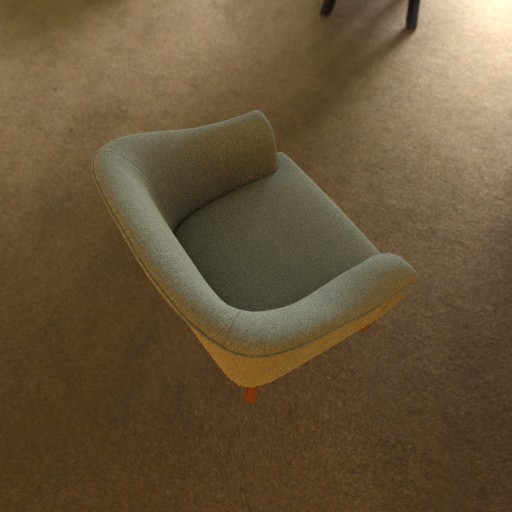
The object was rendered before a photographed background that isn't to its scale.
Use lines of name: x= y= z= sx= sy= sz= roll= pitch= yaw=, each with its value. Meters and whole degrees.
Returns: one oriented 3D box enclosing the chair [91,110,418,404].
chair: x=0.000 y=0.000 z=1.429 sx=0.704 sy=0.815 sz=0.798 roll=-29 pitch=63 yaw=-17
